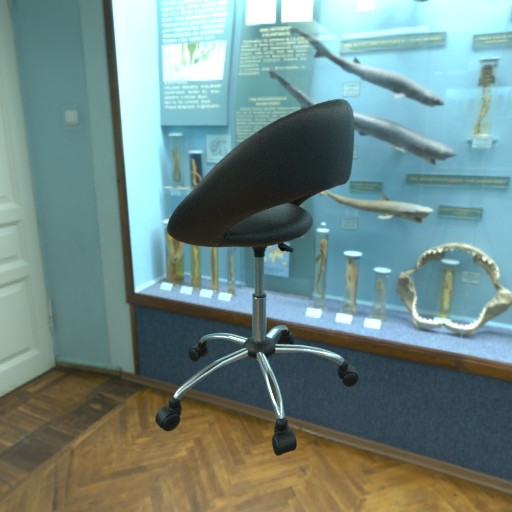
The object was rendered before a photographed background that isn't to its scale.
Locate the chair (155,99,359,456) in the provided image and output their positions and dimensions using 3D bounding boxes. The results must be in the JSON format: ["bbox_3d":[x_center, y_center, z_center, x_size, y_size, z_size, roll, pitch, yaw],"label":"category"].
[{"bbox_3d":[0.000,0.000,1.205,0.538,0.791,0.612,8,17,26],"label":"chair"}]
